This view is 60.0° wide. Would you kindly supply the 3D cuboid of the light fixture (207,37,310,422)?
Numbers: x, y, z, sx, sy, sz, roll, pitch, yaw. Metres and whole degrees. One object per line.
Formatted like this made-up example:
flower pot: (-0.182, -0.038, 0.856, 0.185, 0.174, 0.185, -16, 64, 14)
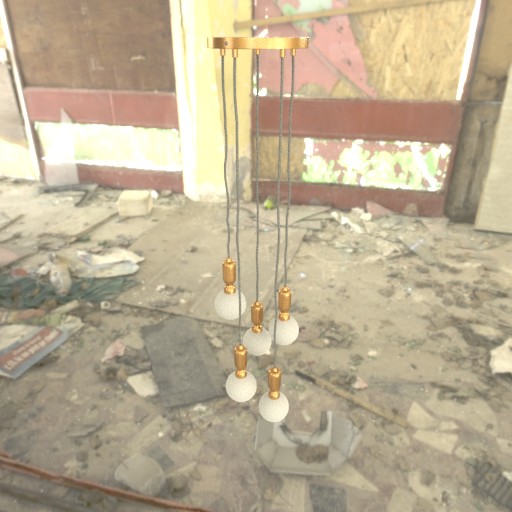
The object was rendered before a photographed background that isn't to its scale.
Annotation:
light fixture: (0.000, 0.000, 0.516, 0.108, 0.457, 0.105, 18, 32, 31)
